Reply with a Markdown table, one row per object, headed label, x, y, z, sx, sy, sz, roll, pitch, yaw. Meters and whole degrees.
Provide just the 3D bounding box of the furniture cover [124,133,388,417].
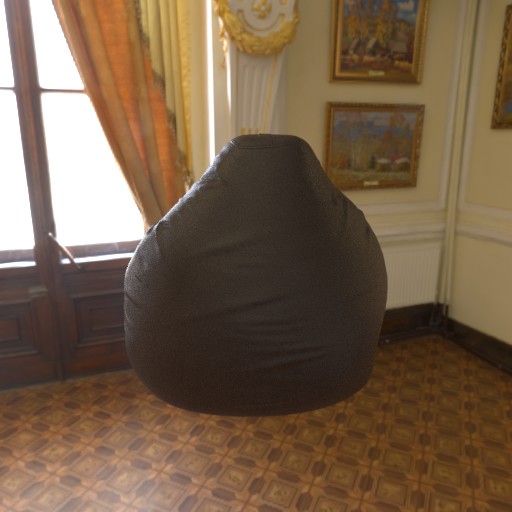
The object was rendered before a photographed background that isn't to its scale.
| label | x | y | z | sx | sy | sz | roll | pitch | yaw |
| --- | --- | --- | --- | --- | --- | --- | --- | --- | --- |
| furniture cover | 0.000 | 0.000 | 1.877 | 1.070 | 0.990 | 1.070 | -2 | 15 | -8 |
